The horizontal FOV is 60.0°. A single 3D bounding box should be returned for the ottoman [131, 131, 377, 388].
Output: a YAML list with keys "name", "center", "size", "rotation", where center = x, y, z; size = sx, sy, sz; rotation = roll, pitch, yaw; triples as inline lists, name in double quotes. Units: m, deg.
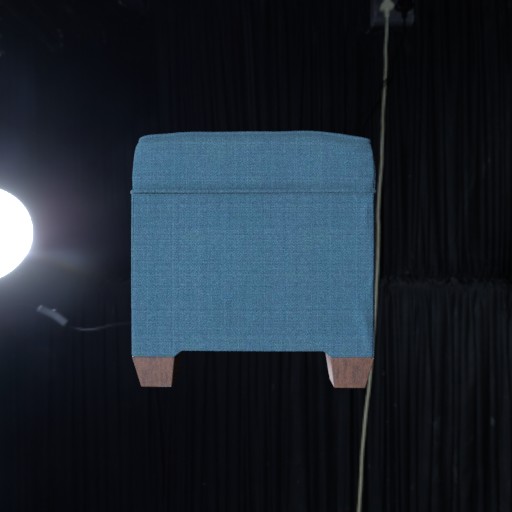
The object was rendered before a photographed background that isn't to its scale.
- name: "ottoman"
  center: [0.000, 0.000, 1.248]
  size: [0.474, 0.474, 0.943]
  rotation: [0, 0, 1]
